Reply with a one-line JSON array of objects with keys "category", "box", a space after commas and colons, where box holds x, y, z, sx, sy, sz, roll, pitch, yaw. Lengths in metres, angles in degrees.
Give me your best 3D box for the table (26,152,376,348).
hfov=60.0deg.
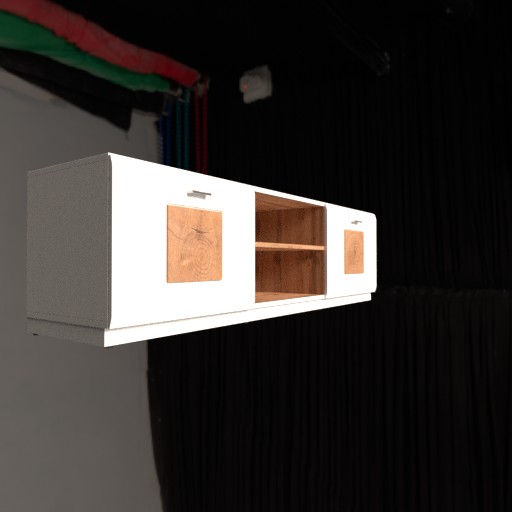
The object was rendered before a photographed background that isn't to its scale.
[{"category": "table", "box": [0.000, 0.000, 1.704, 0.400, 0.440, 1.550, -1, -1, 36]}]
